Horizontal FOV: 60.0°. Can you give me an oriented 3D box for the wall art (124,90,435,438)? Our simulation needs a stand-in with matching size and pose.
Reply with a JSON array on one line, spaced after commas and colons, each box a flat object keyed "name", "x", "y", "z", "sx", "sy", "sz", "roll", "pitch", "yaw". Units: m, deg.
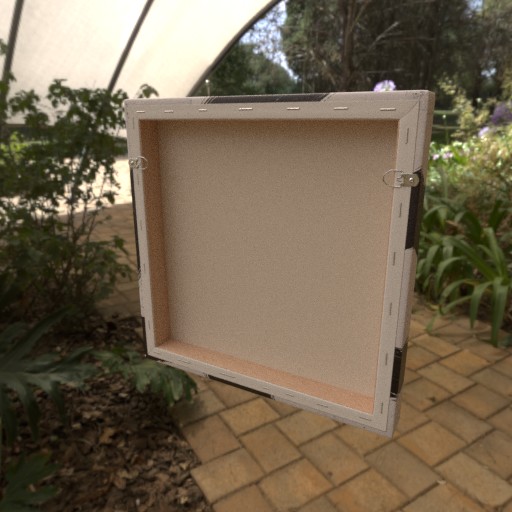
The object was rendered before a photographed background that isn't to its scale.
[{"name": "wall art", "x": 0.000, "y": 0.000, "z": 0.746, "sx": 0.507, "sy": 0.508, "sz": 0.050, "roll": 9, "pitch": 19, "yaw": 28}]
